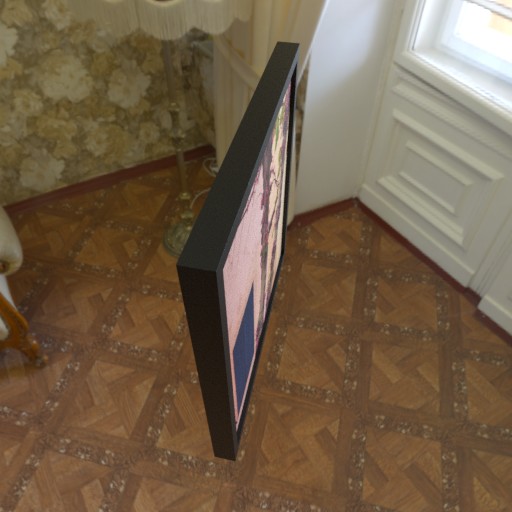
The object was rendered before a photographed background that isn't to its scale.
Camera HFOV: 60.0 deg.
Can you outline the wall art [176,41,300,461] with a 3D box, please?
[{"bbox_3d":[0.000,0.000,0.754,0.038,0.508,0.508,9,48,8],"label":"wall art"}]
